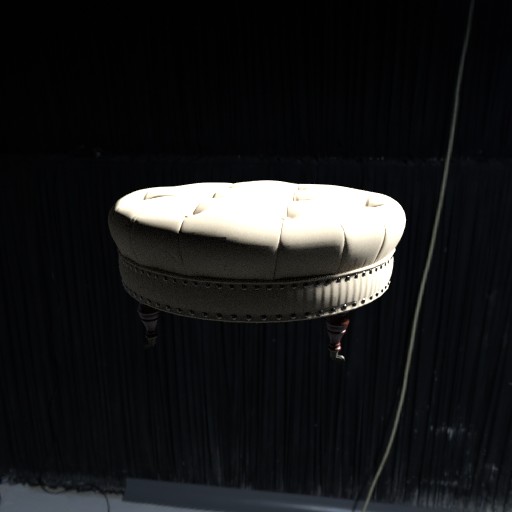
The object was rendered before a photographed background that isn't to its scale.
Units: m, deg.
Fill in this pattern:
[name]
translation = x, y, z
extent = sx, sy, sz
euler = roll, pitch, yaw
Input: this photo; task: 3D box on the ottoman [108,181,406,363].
[ottoman]
translation = 0.000, 0.000, 1.442
extent = 0.901, 0.439, 0.901
euler = 0, 16, 0
